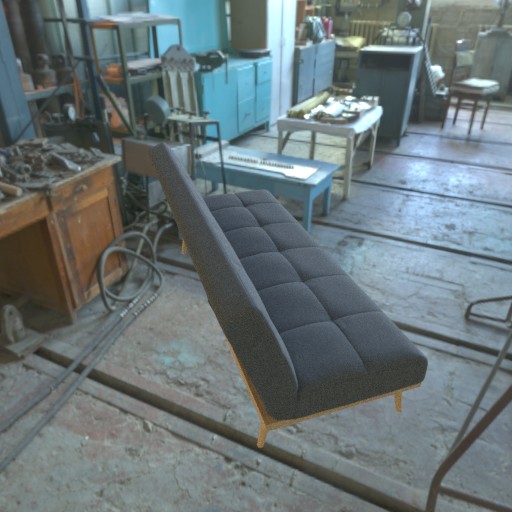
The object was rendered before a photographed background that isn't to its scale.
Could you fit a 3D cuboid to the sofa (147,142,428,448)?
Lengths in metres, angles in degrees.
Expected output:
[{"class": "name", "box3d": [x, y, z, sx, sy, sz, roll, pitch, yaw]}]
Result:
[{"class": "sofa", "box3d": [0.000, 0.000, 2.295, 0.820, 0.770, 1.820, -10, 32, -16]}]
